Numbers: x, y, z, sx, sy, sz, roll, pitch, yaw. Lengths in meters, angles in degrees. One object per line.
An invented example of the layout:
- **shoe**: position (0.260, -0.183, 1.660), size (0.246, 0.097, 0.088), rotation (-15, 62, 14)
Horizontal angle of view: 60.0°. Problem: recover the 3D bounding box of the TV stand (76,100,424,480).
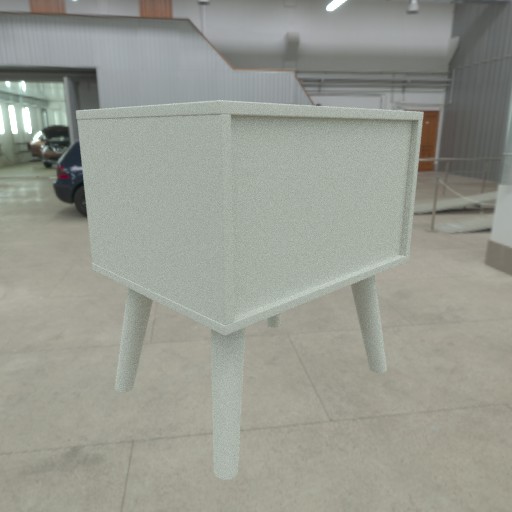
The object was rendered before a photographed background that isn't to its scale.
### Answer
- **TV stand**: position (0.000, 0.000, 0.900), size (0.508, 0.559, 0.405), rotation (-15, 22, -42)
